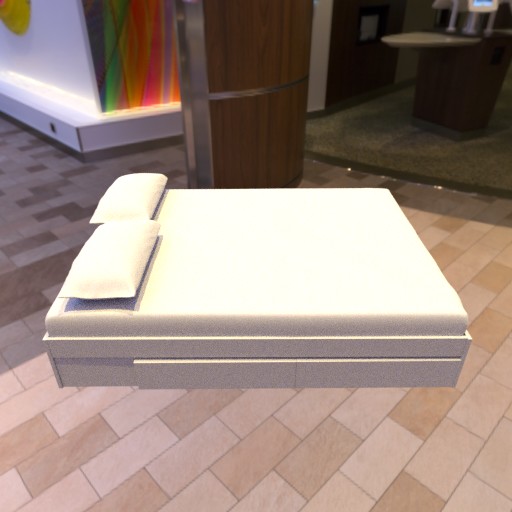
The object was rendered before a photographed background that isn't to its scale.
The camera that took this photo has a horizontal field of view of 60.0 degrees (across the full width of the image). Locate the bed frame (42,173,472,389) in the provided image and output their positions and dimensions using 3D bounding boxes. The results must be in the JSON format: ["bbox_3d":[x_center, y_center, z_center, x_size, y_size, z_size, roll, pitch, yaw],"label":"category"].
[{"bbox_3d":[0.000,0.000,2.615,1.950,0.629,1.450,0,33,0],"label":"bed frame"}]
